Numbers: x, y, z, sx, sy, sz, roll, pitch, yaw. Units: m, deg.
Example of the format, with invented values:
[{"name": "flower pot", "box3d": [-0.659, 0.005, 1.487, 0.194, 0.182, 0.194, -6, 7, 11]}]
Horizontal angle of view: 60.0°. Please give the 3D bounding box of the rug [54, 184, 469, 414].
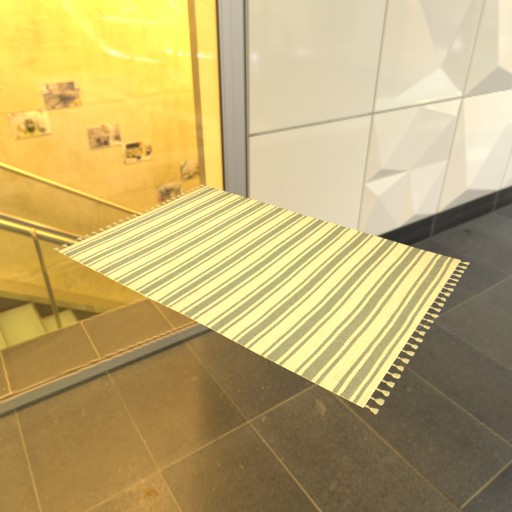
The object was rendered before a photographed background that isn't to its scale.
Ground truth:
[{"name": "rug", "box3d": [0.000, 0.000, 3.025, 2.410, 0.011, 1.539, 20, 36, 31]}]
